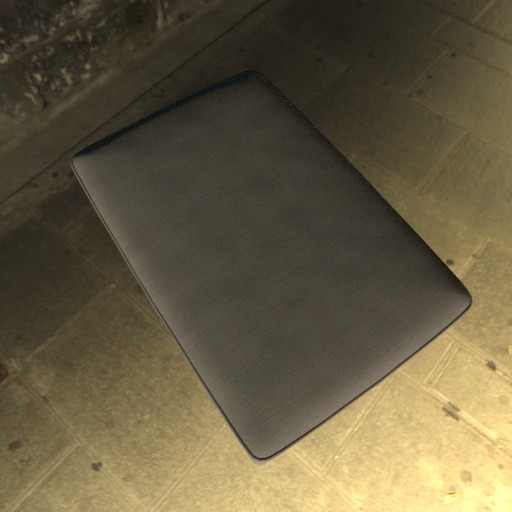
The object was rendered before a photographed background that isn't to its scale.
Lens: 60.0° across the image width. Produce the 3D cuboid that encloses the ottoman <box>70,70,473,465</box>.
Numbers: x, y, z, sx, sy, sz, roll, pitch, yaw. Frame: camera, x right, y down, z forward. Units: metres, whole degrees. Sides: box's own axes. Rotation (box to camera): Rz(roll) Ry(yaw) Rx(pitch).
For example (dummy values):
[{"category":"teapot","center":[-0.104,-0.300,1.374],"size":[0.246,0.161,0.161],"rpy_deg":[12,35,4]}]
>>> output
[{"category":"ottoman","center":[0.000,0.000,1.276],"size":[0.636,0.480,0.941],"rpy_deg":[-31,68,-14]}]
